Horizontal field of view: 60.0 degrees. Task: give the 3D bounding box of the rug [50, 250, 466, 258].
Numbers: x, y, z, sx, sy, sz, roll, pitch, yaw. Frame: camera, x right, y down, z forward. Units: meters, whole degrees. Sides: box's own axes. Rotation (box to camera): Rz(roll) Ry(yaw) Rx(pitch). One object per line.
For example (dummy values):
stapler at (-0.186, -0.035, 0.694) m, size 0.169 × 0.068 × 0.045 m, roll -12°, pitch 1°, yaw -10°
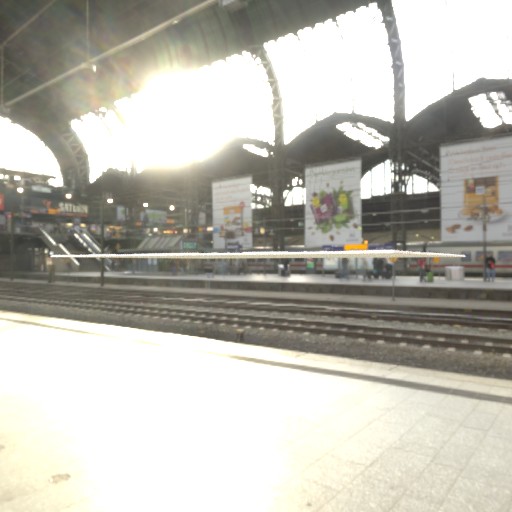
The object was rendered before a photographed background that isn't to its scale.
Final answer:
rug at (0.000, 0.000, 2.906) m, size 2.275 × 0.014 × 1.514 m, roll -1°, pitch -1°, yaw 34°
